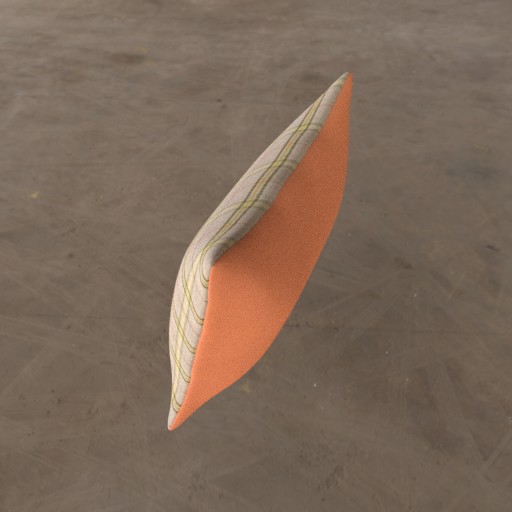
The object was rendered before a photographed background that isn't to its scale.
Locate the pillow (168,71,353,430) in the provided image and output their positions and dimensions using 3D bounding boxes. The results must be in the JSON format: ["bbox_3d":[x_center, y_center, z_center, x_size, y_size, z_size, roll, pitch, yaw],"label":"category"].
[{"bbox_3d":[0.000,0.000,0.690,0.200,0.430,0.453,17,47,17],"label":"pillow"}]
